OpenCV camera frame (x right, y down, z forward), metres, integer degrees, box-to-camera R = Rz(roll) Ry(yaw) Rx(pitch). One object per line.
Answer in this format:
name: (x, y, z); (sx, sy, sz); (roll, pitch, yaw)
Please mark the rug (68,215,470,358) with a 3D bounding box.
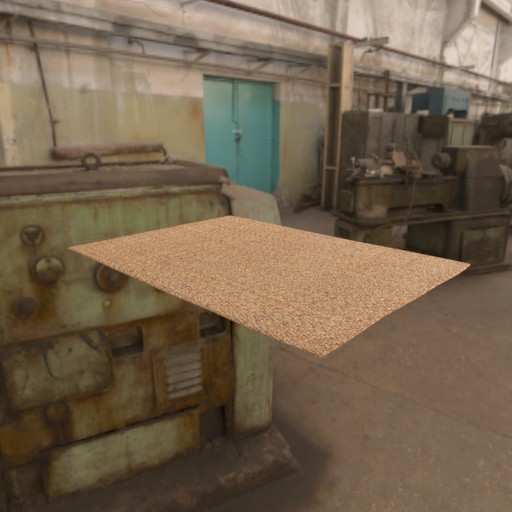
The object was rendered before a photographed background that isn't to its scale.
rug: (0.000, 0.000, 2.838); (2.141, 0.013, 1.566); (15, 22, 41)
